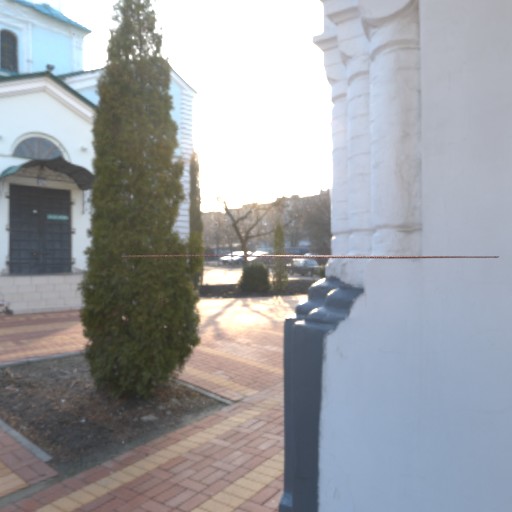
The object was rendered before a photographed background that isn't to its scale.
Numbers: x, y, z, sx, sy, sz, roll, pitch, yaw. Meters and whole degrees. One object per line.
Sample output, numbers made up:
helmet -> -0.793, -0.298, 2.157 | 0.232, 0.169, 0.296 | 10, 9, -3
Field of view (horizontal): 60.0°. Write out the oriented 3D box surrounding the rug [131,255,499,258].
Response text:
rug -> 0.000, 0.000, 2.521 | 0.718, 0.013, 2.353 | 0, 0, -37
